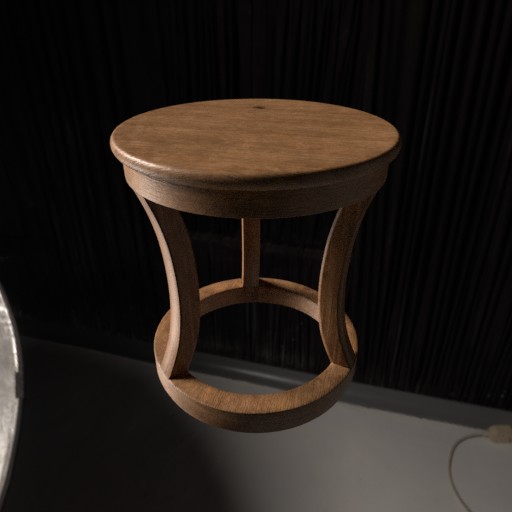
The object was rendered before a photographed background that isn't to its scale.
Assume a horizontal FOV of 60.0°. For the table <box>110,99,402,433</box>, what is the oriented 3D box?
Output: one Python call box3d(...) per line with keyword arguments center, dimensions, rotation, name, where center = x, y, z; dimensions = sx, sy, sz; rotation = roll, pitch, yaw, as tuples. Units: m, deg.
box3d(center=(0.000, 0.000, 0.793), dimensions=(0.432, 0.460, 0.432), rotation=(0, 30, 0), name="table")
